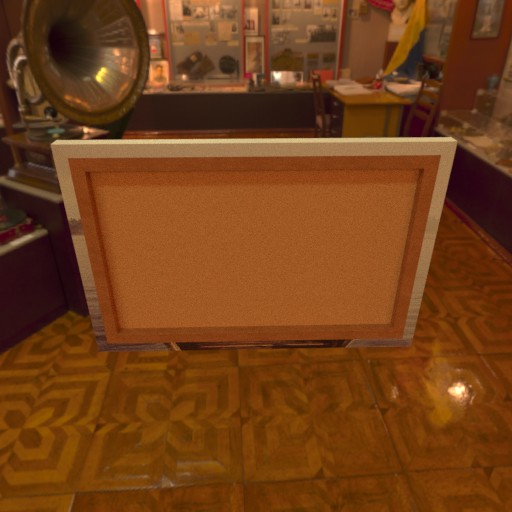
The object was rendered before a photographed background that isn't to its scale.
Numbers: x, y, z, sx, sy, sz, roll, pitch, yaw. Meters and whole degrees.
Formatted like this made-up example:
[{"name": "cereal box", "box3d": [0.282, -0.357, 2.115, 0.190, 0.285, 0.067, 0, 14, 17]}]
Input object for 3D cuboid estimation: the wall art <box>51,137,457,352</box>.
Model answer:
[{"name": "wall art", "box3d": [0.000, 0.000, 1.163, 0.916, 0.609, 0.037, -1, 30, -1]}]
